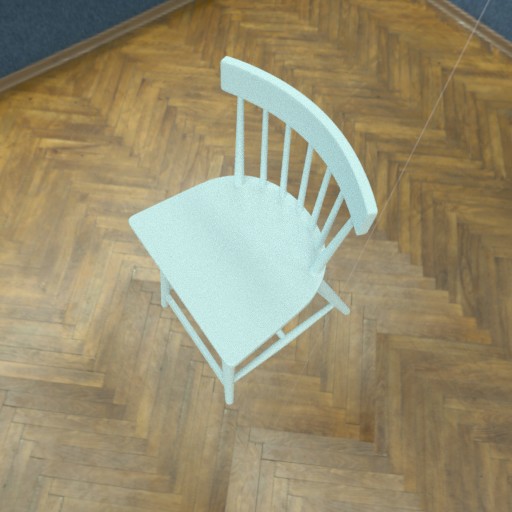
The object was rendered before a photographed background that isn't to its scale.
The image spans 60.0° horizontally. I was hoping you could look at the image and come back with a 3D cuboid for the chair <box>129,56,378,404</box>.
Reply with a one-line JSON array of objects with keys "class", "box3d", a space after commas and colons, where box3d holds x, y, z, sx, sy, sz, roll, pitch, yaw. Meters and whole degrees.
[{"class": "chair", "box3d": [0.000, 0.000, 1.262, 0.572, 0.952, 0.483, -33, 69, -14]}]
